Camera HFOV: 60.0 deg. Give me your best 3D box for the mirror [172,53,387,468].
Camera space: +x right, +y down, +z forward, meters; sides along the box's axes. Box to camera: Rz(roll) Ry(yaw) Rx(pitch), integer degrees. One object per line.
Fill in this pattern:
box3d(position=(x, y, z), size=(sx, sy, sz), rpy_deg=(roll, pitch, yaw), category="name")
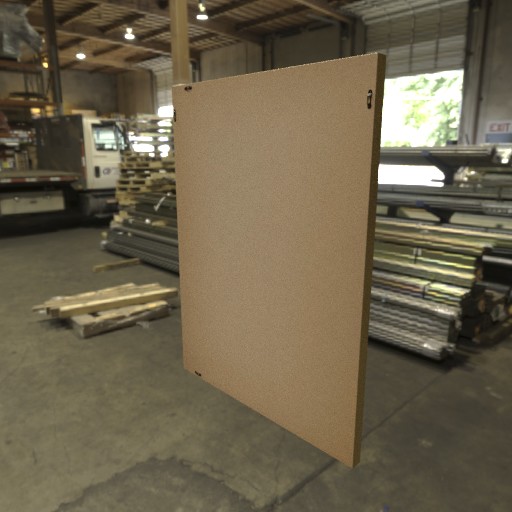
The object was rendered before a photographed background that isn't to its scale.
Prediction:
box3d(position=(0.000, 0.000, 1.323), size=(0.040, 1.016, 0.762), rpy_deg=(-13, 19, -43), category="mirror")
